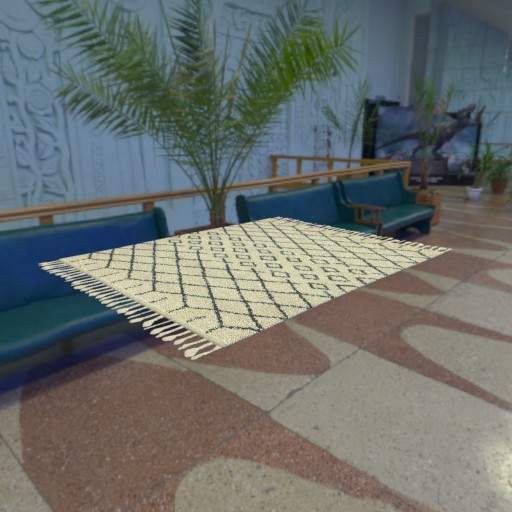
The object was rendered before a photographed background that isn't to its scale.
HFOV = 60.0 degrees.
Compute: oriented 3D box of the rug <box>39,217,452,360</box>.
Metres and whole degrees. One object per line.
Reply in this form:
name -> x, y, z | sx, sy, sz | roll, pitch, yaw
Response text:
rug -> 0.000, 0.000, 4.216 | 3.213, 0.030, 2.388 | -15, 22, -42
